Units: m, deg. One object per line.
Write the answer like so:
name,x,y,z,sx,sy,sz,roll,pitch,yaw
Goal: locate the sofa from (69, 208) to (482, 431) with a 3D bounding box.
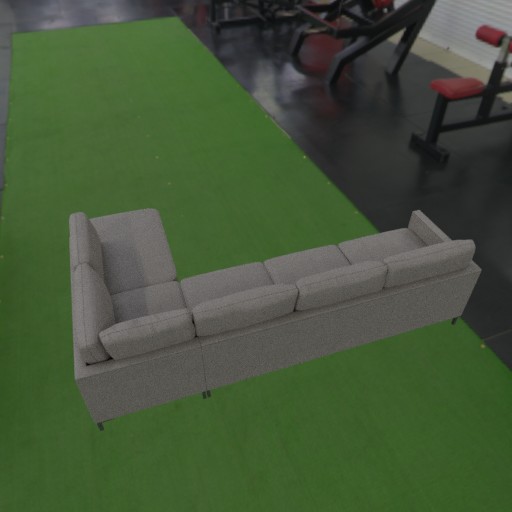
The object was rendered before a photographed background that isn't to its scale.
sofa,0.000,0.000,4.227,3.331,0.964,2.077,-13,43,-14
